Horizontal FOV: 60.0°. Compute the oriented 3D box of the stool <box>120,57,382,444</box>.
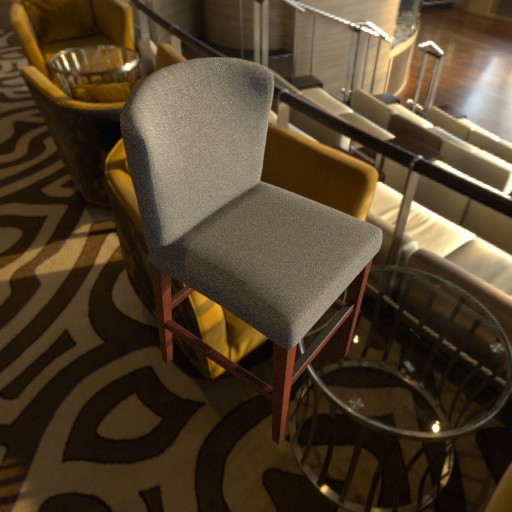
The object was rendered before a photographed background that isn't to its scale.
[{"bbox_3d":[0.000,0.000,1.291,0.568,0.968,0.479,27,48,28],"label":"stool"}]
